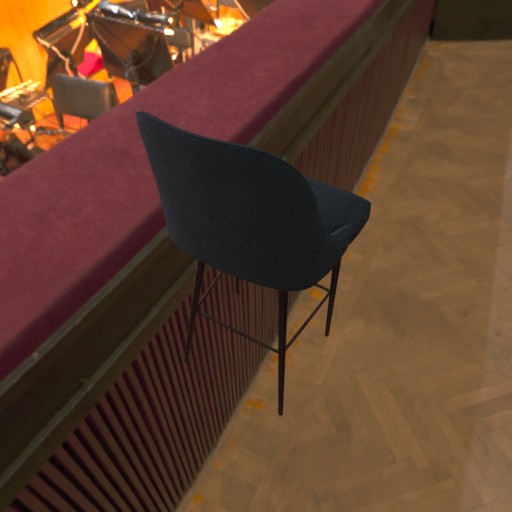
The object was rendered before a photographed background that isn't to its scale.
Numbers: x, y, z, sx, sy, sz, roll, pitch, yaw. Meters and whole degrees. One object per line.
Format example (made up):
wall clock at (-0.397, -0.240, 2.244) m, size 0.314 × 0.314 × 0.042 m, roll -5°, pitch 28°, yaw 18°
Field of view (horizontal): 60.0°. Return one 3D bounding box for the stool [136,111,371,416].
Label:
stool at (0.000, 0.000, 1.342) m, size 0.527 × 1.079 × 0.489 m, roll 23°, pitch 50°, yaw 21°
